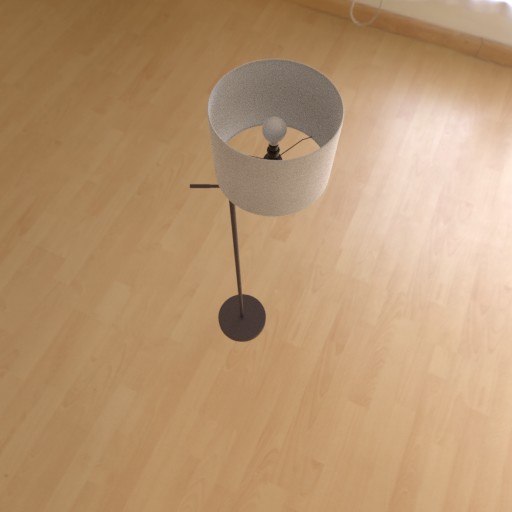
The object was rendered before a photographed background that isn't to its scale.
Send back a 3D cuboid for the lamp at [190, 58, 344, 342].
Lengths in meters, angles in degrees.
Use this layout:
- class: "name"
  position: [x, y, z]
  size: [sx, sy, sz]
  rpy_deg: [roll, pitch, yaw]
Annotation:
- class: "lamp"
  position: [0.000, 0.000, 1.762]
  size: [0.416, 1.600, 0.324]
  rpy_deg: [0, 64, 0]
